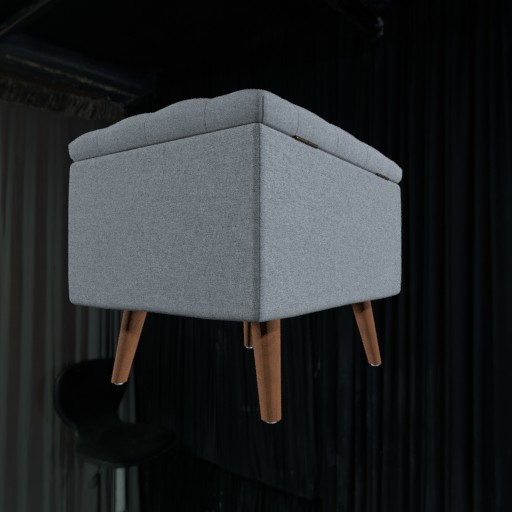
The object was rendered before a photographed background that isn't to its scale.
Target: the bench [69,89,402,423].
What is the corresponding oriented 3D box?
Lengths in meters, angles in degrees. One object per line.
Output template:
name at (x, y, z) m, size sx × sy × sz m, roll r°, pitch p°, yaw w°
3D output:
bench at (0.000, 0.000, 0.886) m, size 0.417 × 0.469 × 0.572 m, roll 0°, pitch -1°, yaw 35°
